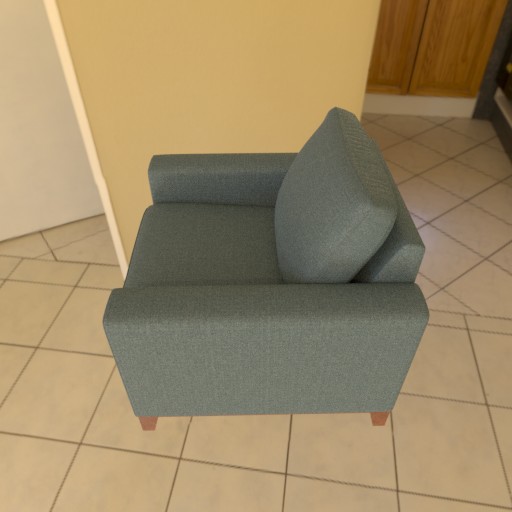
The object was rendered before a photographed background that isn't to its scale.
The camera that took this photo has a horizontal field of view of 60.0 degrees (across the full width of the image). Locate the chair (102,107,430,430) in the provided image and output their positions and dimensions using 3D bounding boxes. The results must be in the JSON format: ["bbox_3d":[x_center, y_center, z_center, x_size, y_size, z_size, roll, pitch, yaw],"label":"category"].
[{"bbox_3d":[0.000,0.000,1.836,1.038,1.010,1.024,-1,42,-1],"label":"chair"}]
